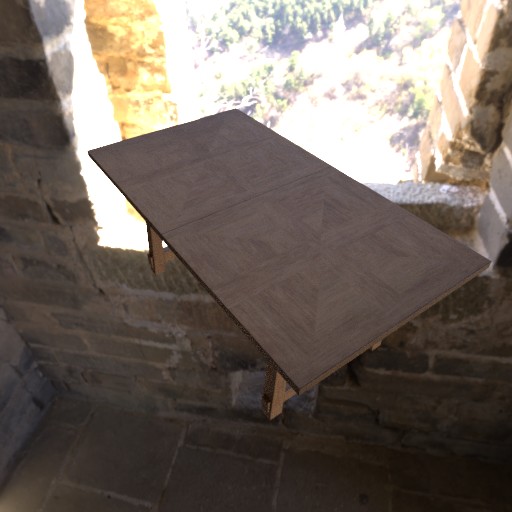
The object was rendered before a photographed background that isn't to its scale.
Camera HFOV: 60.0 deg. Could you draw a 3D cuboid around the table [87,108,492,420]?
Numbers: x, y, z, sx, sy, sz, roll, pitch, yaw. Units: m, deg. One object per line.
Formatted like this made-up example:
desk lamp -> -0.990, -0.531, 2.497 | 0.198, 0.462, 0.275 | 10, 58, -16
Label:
table -> 0.000, 0.000, 2.411 | 1.016, 0.768, 1.881 | -25, 47, -26
